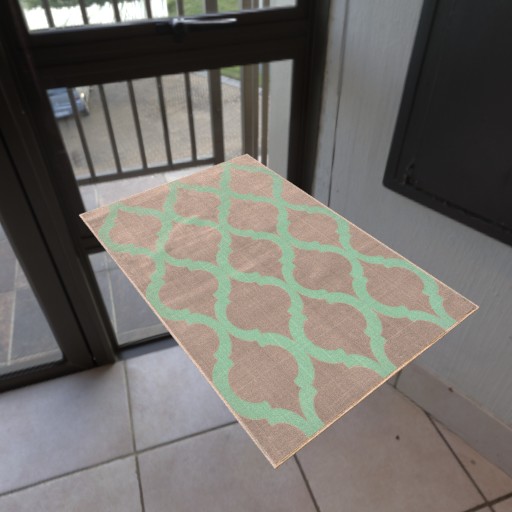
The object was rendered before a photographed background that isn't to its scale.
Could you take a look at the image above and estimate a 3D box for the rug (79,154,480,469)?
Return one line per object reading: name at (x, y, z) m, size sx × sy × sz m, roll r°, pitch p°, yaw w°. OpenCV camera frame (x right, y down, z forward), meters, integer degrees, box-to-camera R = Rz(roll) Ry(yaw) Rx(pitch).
rug at (0.000, 0.000, 2.910) m, size 1.524 × 0.006 × 2.286 m, roll -27°, pitch 48°, yaw -27°
